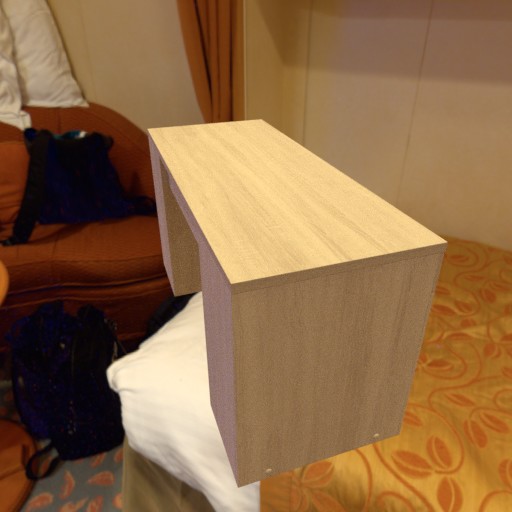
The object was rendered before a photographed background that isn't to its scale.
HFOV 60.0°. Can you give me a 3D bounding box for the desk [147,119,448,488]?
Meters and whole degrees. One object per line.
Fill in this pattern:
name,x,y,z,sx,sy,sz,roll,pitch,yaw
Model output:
desk,0.000,0.000,1.796,0.600,0.740,1.390,-10,32,-17
